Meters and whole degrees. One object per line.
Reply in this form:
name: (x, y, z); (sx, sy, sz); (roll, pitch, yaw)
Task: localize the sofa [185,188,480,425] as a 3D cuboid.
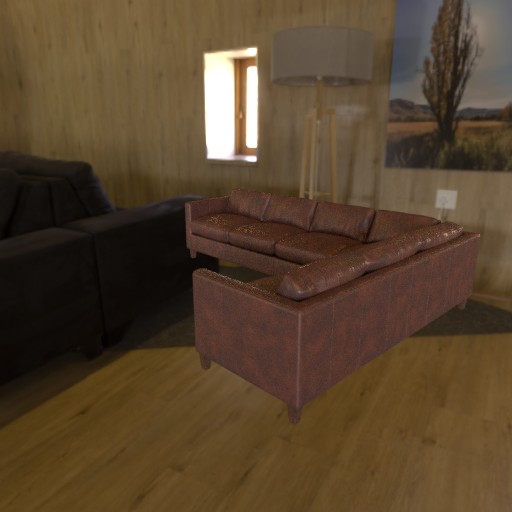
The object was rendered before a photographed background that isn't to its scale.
sofa: (0.000, 0.000, 4.206); (2.438, 0.836, 3.152); (-15, 22, -42)
